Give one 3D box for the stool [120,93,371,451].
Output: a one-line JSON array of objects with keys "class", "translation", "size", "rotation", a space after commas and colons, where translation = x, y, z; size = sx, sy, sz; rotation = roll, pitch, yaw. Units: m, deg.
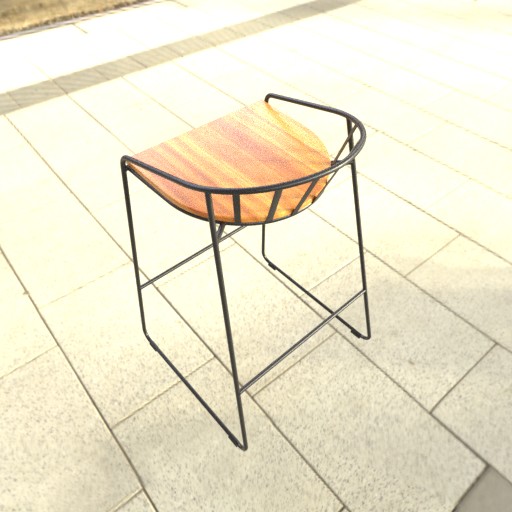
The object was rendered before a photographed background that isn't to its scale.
[{"class": "stool", "translation": [0.000, 0.000, 1.181], "size": [0.546, 0.812, 0.521], "rotation": [-33, 55, -27]}]
